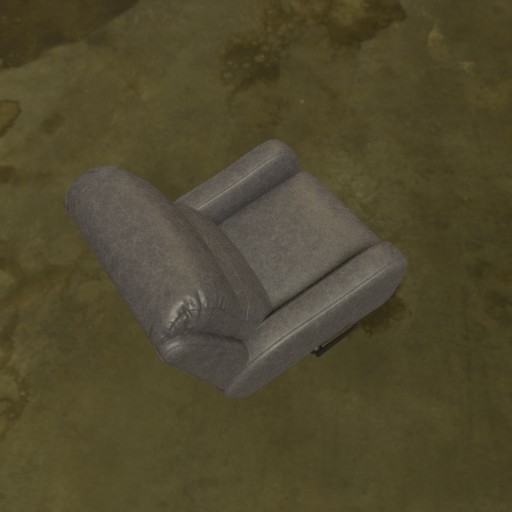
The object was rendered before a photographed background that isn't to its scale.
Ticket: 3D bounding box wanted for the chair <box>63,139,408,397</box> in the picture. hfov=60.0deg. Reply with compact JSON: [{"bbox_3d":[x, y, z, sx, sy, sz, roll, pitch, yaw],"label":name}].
[{"bbox_3d":[0.000,0.000,1.802,1.067,1.067,0.865,-32,64,-18],"label":"chair"}]
